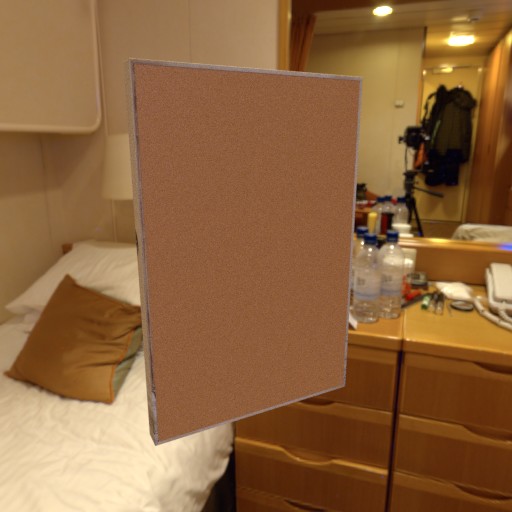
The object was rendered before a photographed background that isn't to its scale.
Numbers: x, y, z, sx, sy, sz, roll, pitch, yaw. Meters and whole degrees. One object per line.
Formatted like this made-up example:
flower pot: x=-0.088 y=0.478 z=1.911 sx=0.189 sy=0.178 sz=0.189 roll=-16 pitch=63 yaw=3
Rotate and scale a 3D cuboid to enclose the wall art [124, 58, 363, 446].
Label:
wall art: x=0.000 y=0.000 z=0.778 sx=0.403 sy=0.607 sz=0.036 roll=-8 pitch=17 yaw=-27
